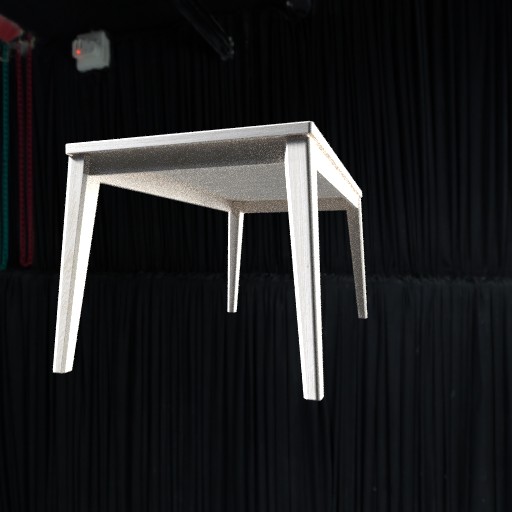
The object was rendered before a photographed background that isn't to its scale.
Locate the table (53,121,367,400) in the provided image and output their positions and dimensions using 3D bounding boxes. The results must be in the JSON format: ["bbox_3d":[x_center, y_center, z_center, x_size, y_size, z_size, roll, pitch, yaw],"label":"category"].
[{"bbox_3d":[0.000,0.000,2.086,0.900,0.760,1.600,0,1,18],"label":"table"}]
